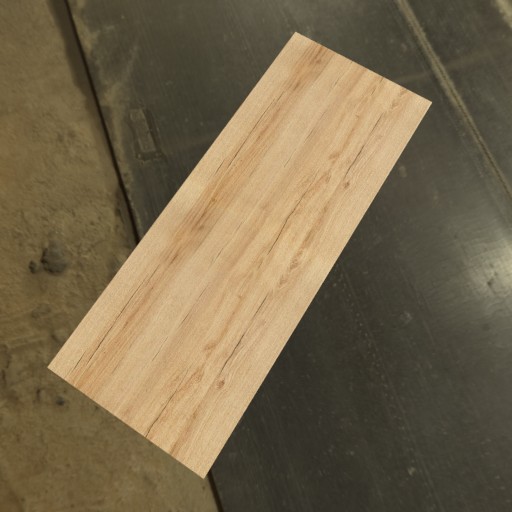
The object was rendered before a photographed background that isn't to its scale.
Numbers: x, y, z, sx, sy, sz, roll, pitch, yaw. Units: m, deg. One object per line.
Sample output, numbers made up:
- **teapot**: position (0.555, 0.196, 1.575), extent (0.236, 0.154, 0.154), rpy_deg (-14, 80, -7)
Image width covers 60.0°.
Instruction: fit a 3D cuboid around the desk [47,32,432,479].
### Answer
- **desk**: position (0.000, 0.000, 1.774), extent (0.550, 0.760, 1.400), rpy_deg (31, 77, 8)
